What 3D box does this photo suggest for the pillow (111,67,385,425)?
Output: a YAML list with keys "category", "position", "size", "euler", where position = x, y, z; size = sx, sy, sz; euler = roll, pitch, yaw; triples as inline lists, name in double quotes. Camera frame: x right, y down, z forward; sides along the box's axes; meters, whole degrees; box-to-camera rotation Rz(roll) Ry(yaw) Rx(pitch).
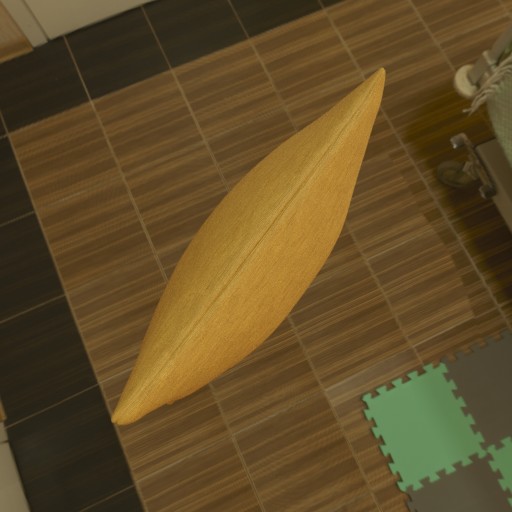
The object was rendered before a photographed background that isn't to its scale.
- category: "pillow"
  position: [0.000, 0.000, 0.778]
  size: [0.210, 0.354, 0.634]
  euler: [36, 79, 8]
